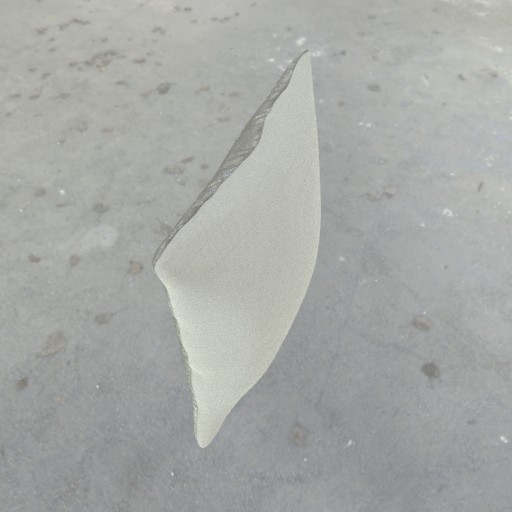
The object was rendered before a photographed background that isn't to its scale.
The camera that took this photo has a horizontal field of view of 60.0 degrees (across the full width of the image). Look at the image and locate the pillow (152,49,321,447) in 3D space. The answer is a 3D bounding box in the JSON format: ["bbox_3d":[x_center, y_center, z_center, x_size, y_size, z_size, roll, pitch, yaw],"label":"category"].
[{"bbox_3d":[0.000,0.000,0.703,0.175,0.464,0.470,17,50,15],"label":"pillow"}]
